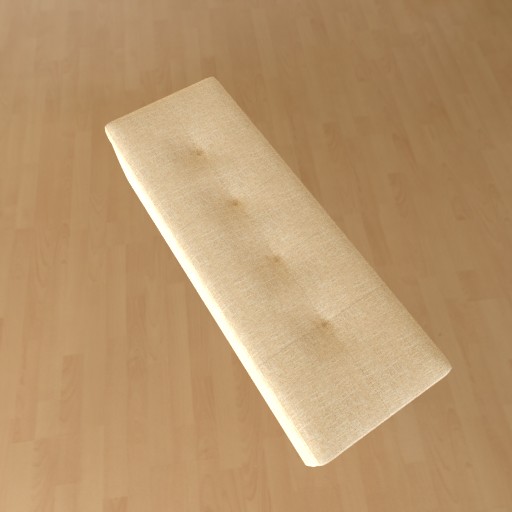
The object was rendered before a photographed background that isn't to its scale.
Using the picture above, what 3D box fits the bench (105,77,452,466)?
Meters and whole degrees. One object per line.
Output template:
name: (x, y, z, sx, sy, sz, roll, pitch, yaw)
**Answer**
bench: (0.000, 0.000, 1.451, 0.432, 0.406, 1.219, -30, 68, -13)
